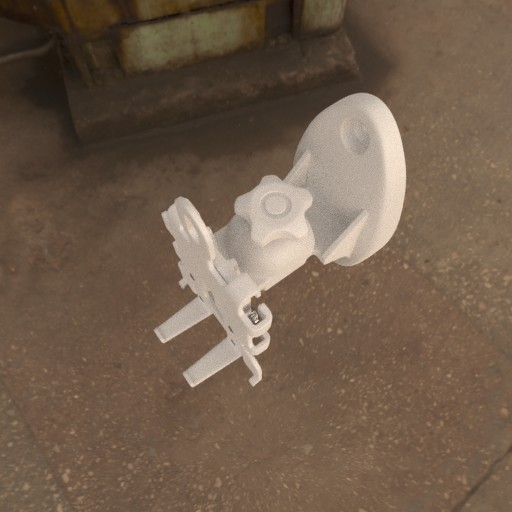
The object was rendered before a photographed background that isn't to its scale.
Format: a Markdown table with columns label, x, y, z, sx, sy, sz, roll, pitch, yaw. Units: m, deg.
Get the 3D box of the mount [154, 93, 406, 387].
| label | x | y | z | sx | sy | sz | roll | pitch | yaw |
| --- | --- | --- | --- | --- | --- | --- | --- | --- | --- |
| mount | 0.000 | 0.000 | 0.178 | 0.100 | 0.118 | 0.066 | -34 | 70 | -14 |
